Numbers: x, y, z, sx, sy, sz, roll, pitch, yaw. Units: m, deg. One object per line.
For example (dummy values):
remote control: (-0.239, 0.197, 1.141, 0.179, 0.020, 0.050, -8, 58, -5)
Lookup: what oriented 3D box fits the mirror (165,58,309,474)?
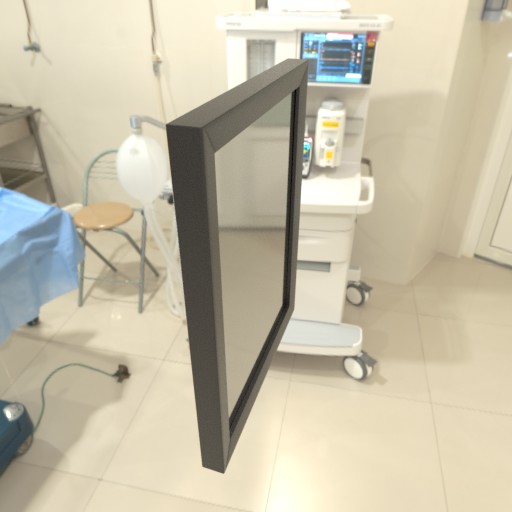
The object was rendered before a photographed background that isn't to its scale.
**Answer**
mirror: (0.000, 0.000, 0.684, 0.041, 0.508, 0.405, 10, 33, 16)
